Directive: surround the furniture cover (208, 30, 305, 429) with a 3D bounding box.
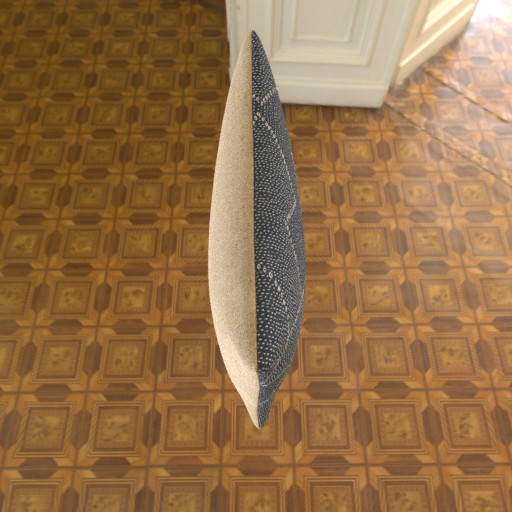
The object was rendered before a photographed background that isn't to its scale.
[{"bbox_3d":[0.000,0.000,0.764,0.162,0.503,0.511,-1,63,0],"label":"furniture cover"}]
